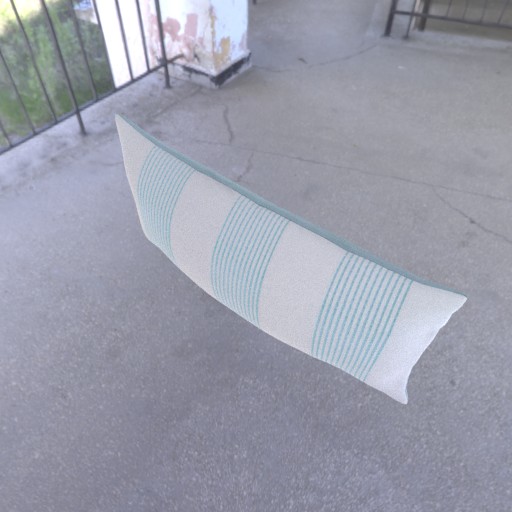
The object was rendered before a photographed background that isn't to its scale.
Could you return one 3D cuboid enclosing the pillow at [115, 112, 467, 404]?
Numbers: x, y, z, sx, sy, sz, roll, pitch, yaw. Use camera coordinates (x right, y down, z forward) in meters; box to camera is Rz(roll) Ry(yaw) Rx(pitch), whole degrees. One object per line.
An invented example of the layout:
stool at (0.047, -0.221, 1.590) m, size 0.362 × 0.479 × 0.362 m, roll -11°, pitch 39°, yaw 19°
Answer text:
pillow at (0.000, 0.000, 0.722) m, size 0.610 × 0.287 × 0.151 m, roll 31°, pitch 56°, yaw 24°
